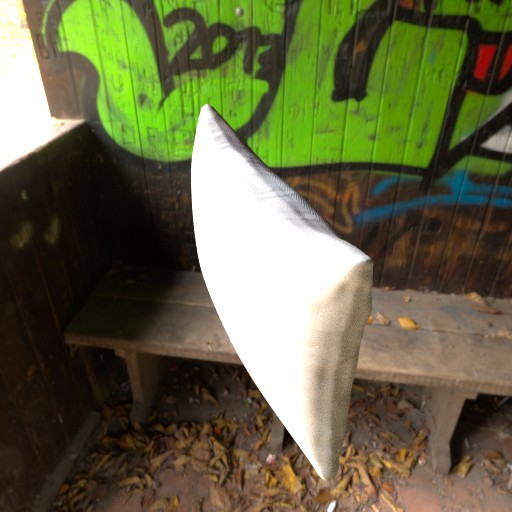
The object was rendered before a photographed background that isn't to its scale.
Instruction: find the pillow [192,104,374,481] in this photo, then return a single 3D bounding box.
[{"bbox_3d":[0.000,0.000,0.621,0.139,0.305,0.506,-11,34,-17],"label":"pillow"}]
